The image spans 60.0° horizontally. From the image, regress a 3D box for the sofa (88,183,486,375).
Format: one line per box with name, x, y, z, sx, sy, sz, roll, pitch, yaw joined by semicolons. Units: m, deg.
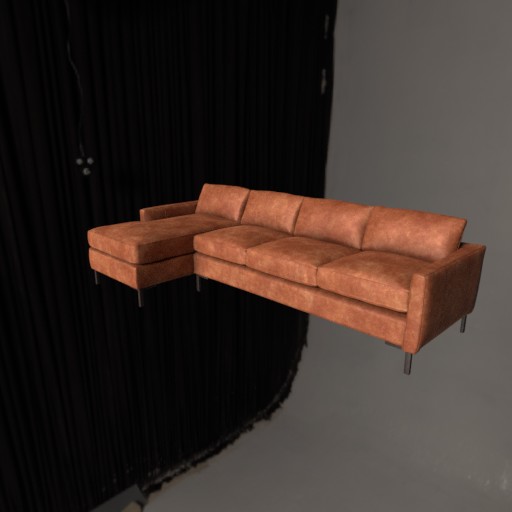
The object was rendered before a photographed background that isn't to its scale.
sofa;0.000;0.000;3.584;2.993;0.859;1.471;15;22;43
